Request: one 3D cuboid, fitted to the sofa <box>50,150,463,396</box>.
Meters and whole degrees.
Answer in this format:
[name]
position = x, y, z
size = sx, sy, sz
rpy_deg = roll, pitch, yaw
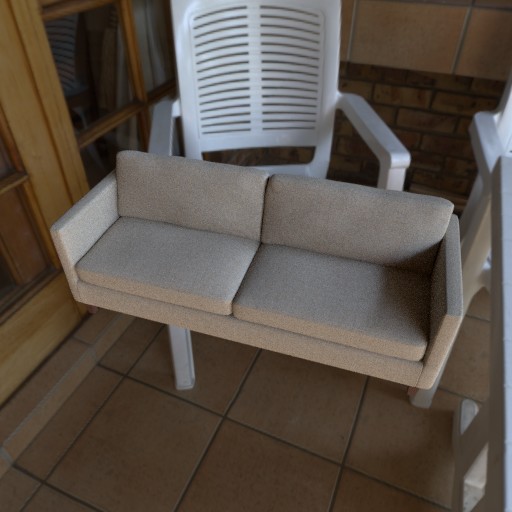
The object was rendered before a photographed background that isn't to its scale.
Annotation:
[sofa]
position = 0.000, 0.000, 2.941
size = 2.434, 0.965, 0.951
rpy_deg = 12, 42, 13
